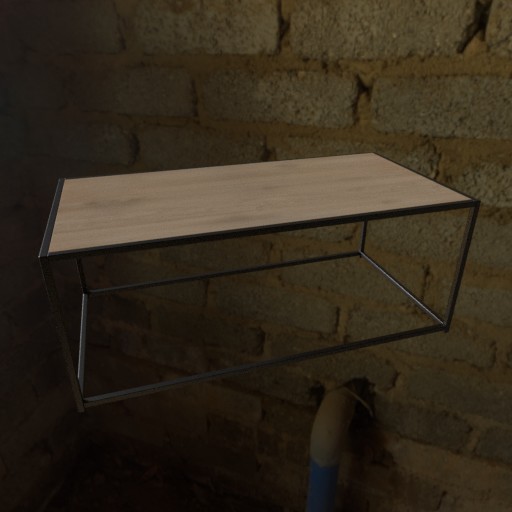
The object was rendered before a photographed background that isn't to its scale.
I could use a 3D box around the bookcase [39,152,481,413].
[{"bbox_3d":[0.000,0.000,1.255,1.000,0.400,0.500,-8,28,-15],"label":"bookcase"}]
